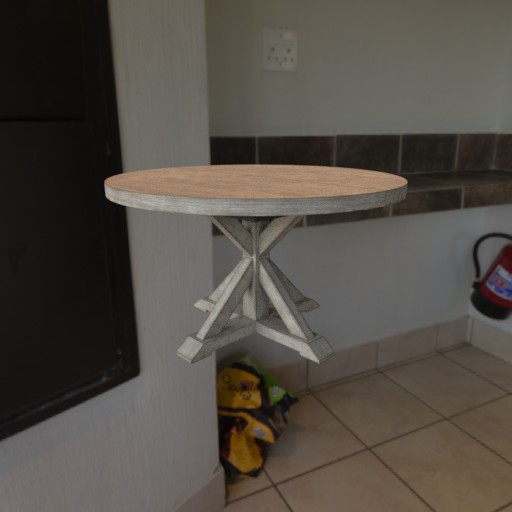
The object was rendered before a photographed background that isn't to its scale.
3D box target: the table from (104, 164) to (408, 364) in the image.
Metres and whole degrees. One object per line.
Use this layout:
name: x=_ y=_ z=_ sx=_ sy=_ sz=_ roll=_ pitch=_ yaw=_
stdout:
table: x=0.000 y=0.000 z=2.198 sx=1.363 sy=0.781 sz=1.363 roll=0 pitch=16 yaw=0
